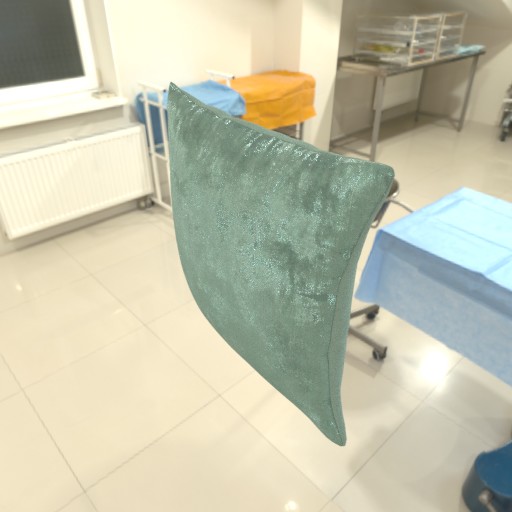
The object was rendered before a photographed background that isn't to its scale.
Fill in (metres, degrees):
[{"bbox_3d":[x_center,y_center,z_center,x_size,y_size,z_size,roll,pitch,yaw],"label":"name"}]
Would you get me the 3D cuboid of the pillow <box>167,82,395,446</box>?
[{"bbox_3d":[0.000,0.000,0.721,0.175,0.464,0.470,-22,39,-29],"label":"pillow"}]
